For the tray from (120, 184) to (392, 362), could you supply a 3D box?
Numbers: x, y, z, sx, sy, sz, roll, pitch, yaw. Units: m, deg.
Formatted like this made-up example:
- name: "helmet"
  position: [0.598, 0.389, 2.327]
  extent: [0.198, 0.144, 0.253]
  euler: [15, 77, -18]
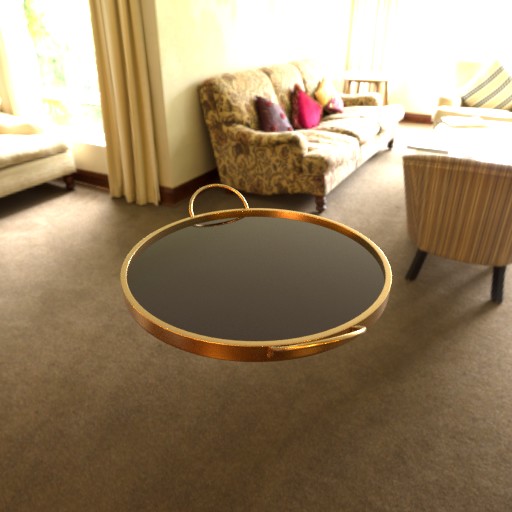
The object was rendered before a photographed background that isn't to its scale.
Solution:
- name: "tray"
  position: [0.000, 0.000, 0.737]
  extent: [0.438, 0.069, 0.543]
  euler: [-10, 30, -18]
